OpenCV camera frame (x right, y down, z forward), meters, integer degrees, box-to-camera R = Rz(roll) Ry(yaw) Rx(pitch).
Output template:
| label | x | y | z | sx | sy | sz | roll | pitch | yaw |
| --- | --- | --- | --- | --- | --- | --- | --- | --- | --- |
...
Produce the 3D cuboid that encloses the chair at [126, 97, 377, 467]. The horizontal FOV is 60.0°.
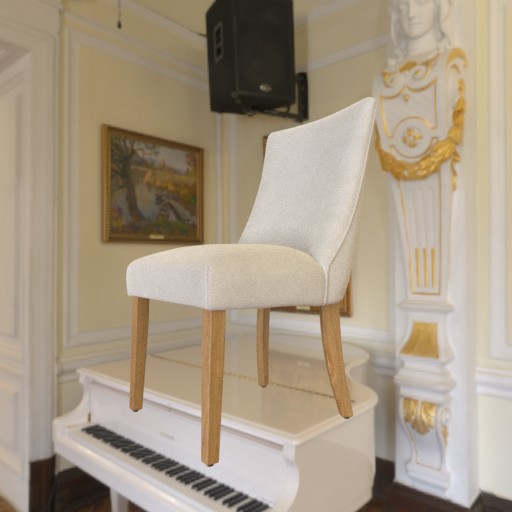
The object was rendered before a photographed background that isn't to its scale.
| label | x | y | z | sx | sy | sz | roll | pitch | yaw |
| --- | --- | --- | --- | --- | --- | --- | --- | --- | --- |
| chair | 0.000 | 0.000 | 1.285 | 0.610 | 0.902 | 0.495 | 0 | -1 | -36 |
